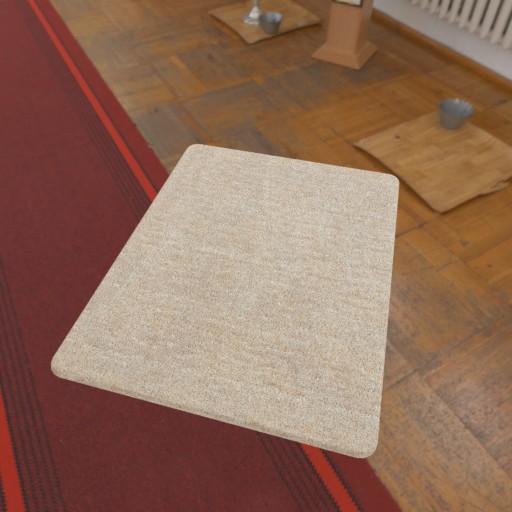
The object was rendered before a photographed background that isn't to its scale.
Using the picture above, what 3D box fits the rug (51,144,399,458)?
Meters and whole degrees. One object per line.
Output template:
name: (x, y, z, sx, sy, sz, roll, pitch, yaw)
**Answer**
rug: (0.000, 0.000, 3.360, 2.009, 0.048, 2.528, 11, 49, 10)
